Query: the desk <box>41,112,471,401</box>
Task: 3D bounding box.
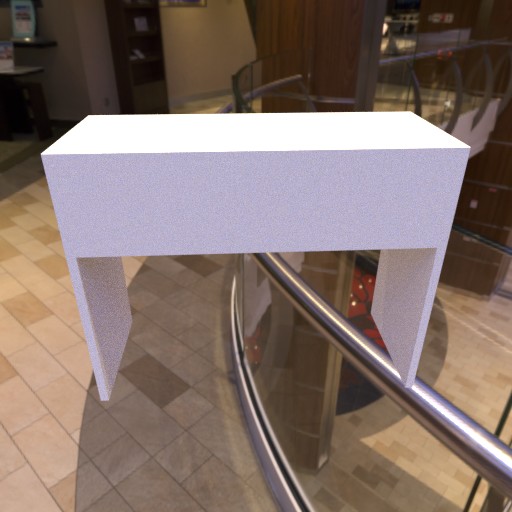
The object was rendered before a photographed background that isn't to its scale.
[{"bbox_3d":[0.000,0.000,1.398,1.000,0.790,0.400,-2,30,-3],"label":"desk"}]
